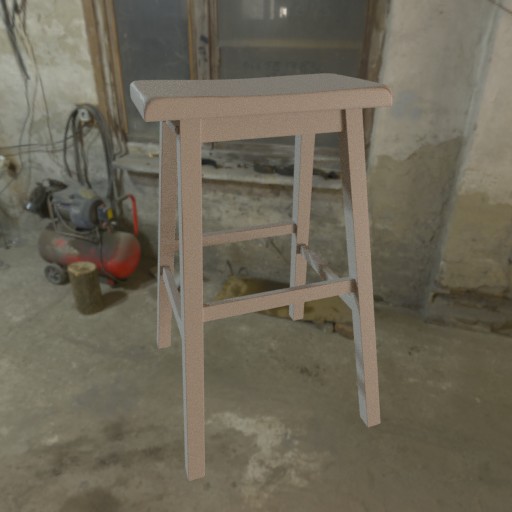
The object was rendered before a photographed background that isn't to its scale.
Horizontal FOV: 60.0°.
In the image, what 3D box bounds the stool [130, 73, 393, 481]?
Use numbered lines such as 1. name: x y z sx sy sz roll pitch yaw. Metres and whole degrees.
1. stool: 0.000 0.000 1.006 0.457 0.737 0.476 -9 29 -17
